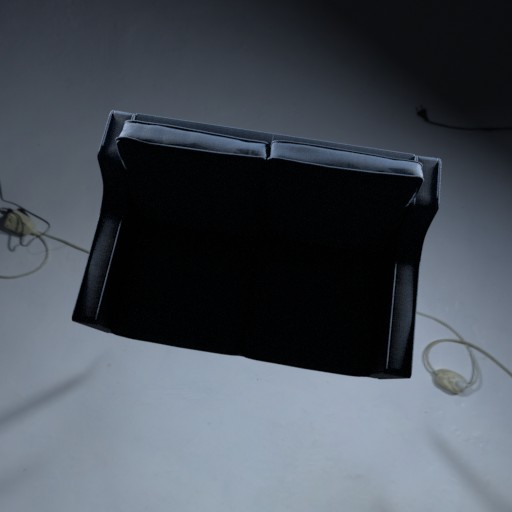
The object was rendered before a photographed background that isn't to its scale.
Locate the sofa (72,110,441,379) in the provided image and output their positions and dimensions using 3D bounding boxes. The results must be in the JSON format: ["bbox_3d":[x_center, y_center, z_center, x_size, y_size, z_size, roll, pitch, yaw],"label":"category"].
[{"bbox_3d":[0.000,0.000,2.190,1.501,0.971,0.987,9,75,2],"label":"sofa"}]
